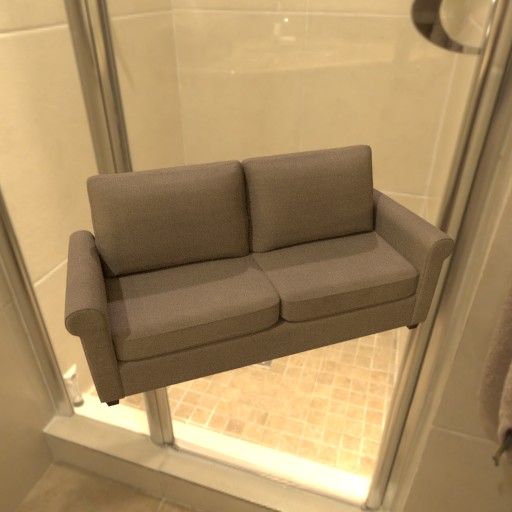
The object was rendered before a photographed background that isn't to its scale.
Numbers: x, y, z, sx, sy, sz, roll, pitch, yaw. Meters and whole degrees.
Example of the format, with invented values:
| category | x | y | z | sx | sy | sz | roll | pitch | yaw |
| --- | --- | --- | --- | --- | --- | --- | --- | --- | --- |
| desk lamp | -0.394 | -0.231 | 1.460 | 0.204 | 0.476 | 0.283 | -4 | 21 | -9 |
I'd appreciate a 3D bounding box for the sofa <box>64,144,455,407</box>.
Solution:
| category | x | y | z | sx | sy | sz | roll | pitch | yaw |
| --- | --- | --- | --- | --- | --- | --- | --- | --- | --- |
| sofa | 0.000 | 0.000 | 2.462 | 1.935 | 0.942 | 0.842 | -10 | 34 | -16 |
